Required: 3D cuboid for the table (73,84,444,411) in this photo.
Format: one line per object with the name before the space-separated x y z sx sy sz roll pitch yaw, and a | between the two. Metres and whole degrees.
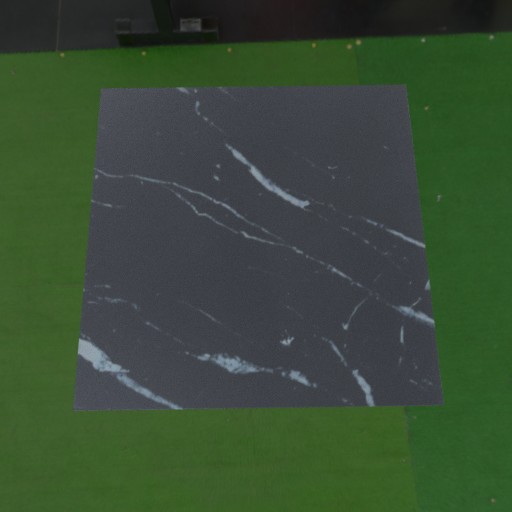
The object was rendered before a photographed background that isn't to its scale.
table | 0.000 0.000 1.275 0.800 0.450 0.800 -1 75 0
